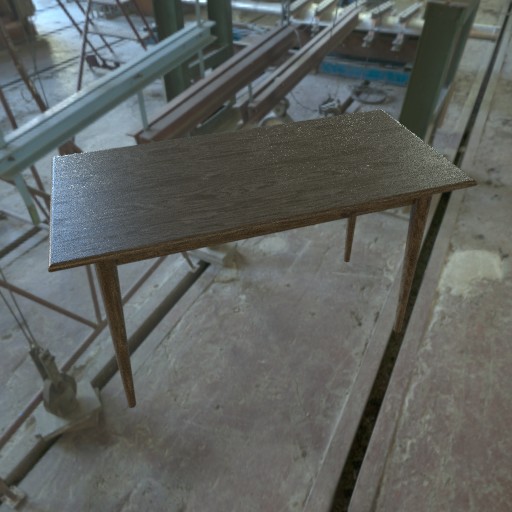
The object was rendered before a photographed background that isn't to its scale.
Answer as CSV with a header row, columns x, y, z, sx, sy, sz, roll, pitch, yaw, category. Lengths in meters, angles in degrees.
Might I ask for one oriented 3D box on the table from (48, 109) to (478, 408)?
x,y,z,sx,sy,sz,roll,pitch,yaw,category
0.000,0.000,1.734,1.300,0.780,0.599,-12,43,-14,table
